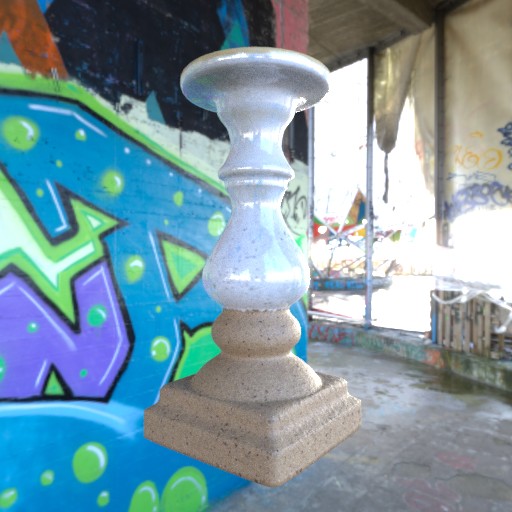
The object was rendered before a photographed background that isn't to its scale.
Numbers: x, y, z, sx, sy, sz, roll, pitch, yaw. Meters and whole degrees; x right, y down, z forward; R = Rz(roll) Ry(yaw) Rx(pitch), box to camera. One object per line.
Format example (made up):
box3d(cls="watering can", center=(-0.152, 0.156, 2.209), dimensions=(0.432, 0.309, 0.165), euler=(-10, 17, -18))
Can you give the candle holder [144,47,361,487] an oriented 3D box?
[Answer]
box3d(cls="candle holder", center=(0.000, 0.000, 0.301), dimensions=(0.110, 0.239, 0.110), euler=(0, 0, 38))
